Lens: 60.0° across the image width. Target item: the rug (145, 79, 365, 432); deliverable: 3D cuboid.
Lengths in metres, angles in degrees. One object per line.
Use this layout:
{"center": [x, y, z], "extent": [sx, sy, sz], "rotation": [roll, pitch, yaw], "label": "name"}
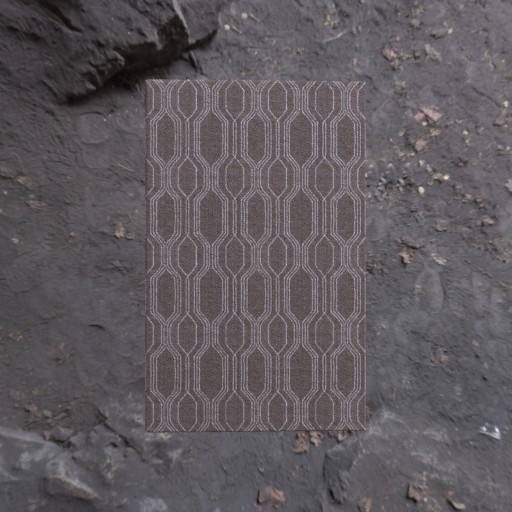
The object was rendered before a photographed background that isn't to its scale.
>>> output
{"center": [0.000, 0.000, 3.101], "extent": [1.541, 0.012, 2.457], "rotation": [0, 90, -1], "label": "rug"}
